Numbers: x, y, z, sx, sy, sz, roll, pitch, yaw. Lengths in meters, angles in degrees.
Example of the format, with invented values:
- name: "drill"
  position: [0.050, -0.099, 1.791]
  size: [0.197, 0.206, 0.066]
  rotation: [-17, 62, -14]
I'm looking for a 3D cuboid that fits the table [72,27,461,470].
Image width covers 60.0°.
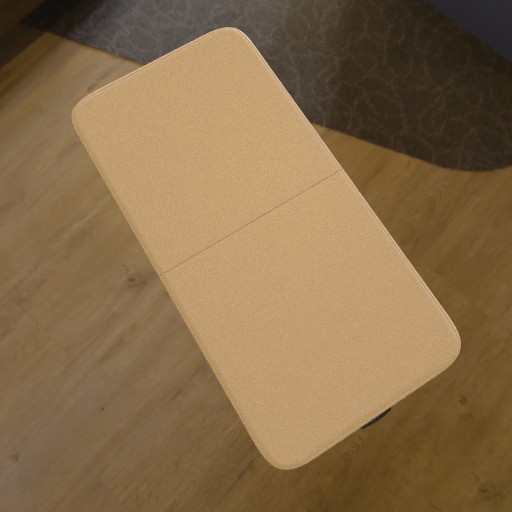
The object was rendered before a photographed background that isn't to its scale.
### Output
- name: "table"
  position: [0.000, 0.000, 1.606]
  size: [0.611, 0.737, 1.245]
  rotation: [-31, 78, -7]
